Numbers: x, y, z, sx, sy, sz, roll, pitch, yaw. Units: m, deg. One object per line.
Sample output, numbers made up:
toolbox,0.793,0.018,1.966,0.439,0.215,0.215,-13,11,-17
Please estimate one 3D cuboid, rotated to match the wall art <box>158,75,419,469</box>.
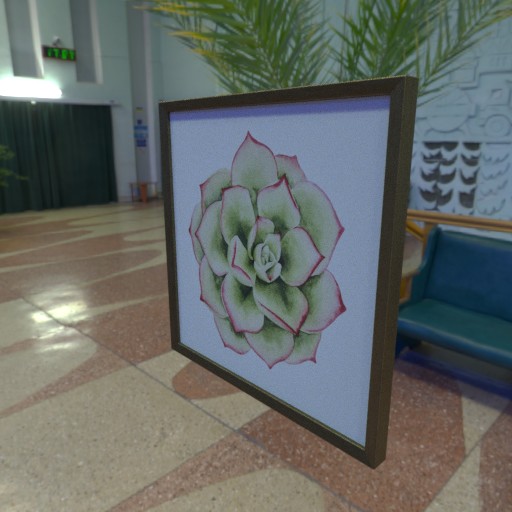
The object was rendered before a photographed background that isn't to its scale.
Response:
wall art,0.000,0.000,0.730,0.031,0.506,0.503,-14,20,-42
